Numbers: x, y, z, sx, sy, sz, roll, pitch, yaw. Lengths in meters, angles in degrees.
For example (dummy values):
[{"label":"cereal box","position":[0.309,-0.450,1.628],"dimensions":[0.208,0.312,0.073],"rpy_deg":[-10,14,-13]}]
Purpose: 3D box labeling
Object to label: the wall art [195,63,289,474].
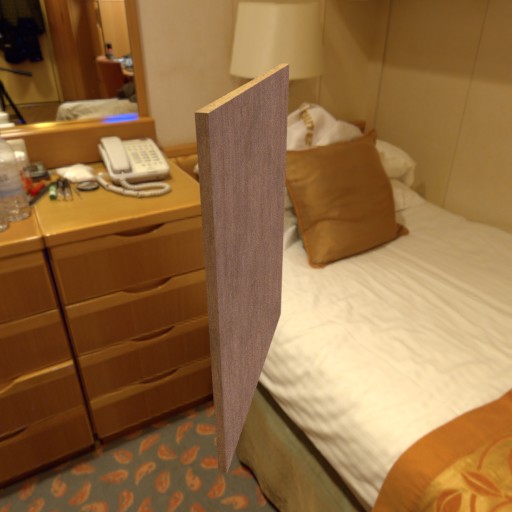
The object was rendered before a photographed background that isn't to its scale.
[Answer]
[{"label":"wall art","position":[0.000,0.000,0.925],"dimensions":[0.018,0.686,0.534],"rpy_deg":[7,30,12]}]
